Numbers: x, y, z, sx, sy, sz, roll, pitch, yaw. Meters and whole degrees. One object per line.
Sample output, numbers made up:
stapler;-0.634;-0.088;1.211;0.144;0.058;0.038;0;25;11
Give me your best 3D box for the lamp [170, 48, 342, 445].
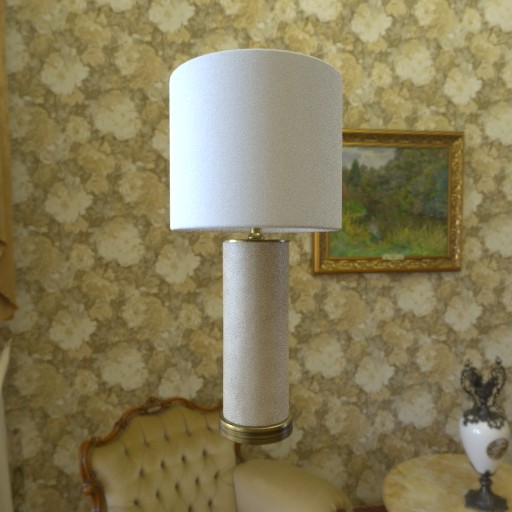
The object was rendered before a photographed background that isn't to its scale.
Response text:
lamp;0.000;0.000;0.805;0.305;0.634;0.305;1;2;36
